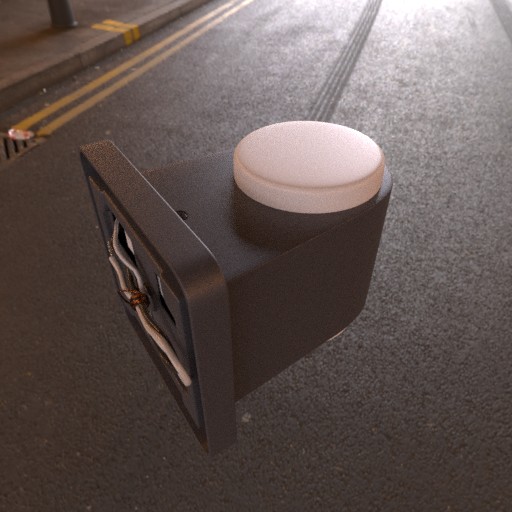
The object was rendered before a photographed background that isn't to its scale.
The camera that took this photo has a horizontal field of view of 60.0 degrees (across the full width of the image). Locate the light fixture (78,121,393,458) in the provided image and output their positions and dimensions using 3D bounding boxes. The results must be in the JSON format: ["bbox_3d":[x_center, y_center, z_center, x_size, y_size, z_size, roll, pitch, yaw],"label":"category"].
[{"bbox_3d":[0.000,0.000,0.214,0.132,0.109,0.109,-23,45,-25],"label":"light fixture"}]
